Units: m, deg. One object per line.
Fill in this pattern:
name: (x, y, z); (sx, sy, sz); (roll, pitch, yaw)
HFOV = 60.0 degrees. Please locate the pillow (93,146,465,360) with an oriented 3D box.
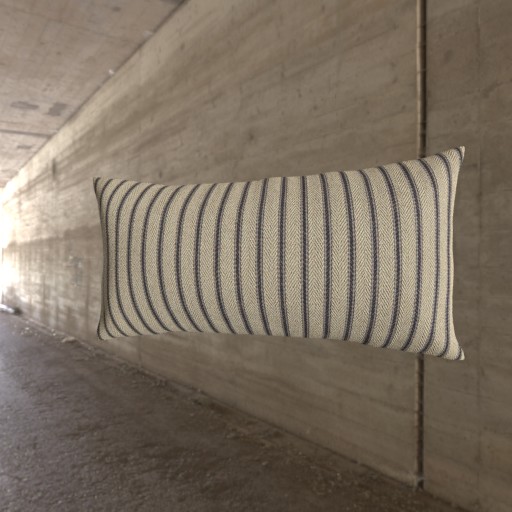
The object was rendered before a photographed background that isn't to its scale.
pillow: (0.000, 0.000, 0.707); (0.609, 0.305, 0.151); (0, 0, 17)
